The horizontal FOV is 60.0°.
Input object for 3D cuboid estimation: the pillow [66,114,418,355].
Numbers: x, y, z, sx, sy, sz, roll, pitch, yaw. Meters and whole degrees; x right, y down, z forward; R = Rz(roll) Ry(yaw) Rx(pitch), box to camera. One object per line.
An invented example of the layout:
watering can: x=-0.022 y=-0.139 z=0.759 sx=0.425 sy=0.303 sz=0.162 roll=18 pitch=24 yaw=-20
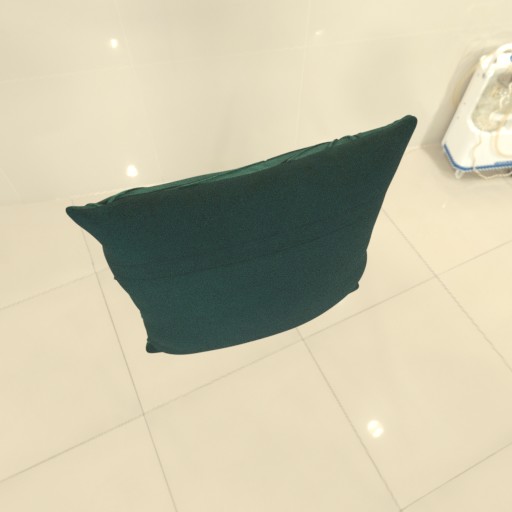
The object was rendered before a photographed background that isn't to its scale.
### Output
pillow: x=0.000 y=0.000 z=0.695 sx=0.439 sy=0.440 sz=0.184 roll=-16 pitch=59 yaw=-10
